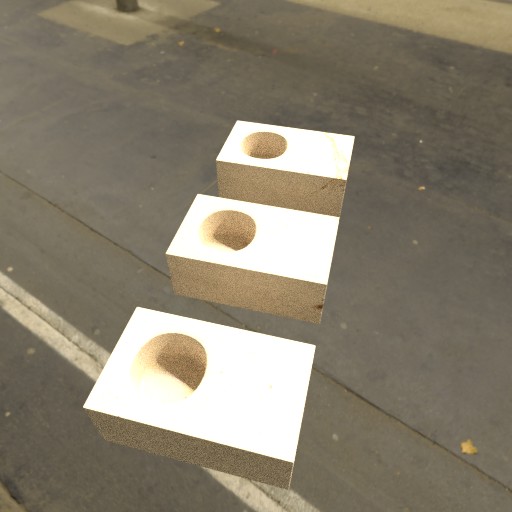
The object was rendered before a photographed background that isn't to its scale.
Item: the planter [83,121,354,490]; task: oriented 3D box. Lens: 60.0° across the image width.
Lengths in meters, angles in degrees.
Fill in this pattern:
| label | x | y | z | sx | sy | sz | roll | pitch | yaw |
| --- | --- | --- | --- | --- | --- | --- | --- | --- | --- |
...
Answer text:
| label | x | y | z | sx | sy | sz | roll | pitch | yaw |
| --- | --- | --- | --- | --- | --- | --- | --- | --- | --- |
| planter | 0.000 | 0.000 | 0.380 | 0.127 | 0.051 | 0.333 | 11 | 48 | 10 |
